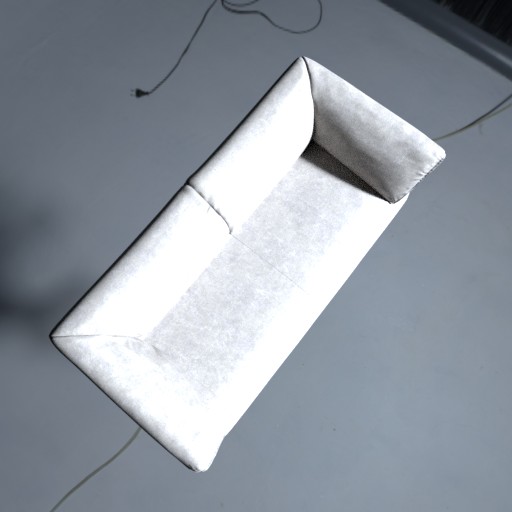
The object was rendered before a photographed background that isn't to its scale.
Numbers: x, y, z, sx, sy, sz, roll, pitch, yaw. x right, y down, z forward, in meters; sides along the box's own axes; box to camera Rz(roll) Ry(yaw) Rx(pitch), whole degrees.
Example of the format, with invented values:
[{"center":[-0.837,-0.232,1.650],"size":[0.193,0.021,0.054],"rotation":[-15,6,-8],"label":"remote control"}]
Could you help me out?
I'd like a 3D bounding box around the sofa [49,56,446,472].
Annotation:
[{"center":[0.000,0.000,2.341],"size":[0.905,0.747,1.878],"rotation":[38,79,9],"label":"sofa"}]
